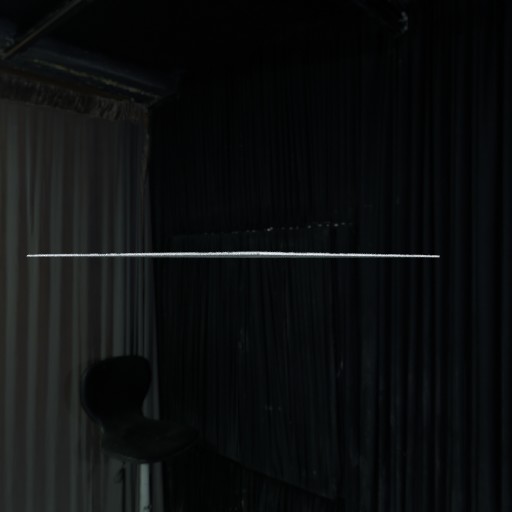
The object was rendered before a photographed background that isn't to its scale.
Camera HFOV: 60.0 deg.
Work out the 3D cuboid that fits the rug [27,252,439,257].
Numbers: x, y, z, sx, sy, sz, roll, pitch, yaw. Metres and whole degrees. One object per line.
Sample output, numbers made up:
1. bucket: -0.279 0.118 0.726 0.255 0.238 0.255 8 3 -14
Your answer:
1. rug: 0.000 0.000 4.102 2.423 0.014 3.040 0 -1 38
